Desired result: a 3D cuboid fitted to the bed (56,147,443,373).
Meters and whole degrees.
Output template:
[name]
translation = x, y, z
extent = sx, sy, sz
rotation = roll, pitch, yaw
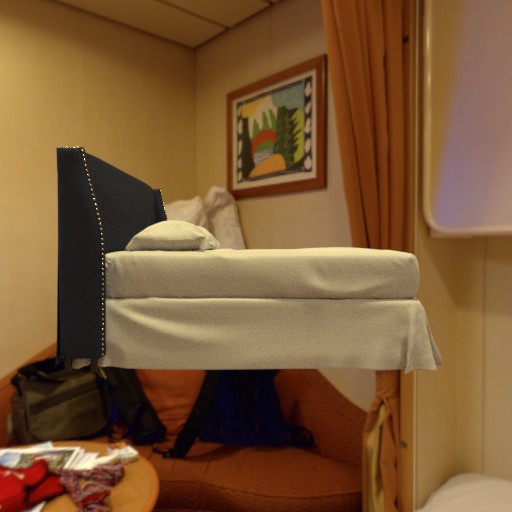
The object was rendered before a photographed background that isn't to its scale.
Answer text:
[bed]
translation = 0.000, 0.000, 3.468
extent = 2.276, 1.332, 1.925
rotation = 0, 1, 2
